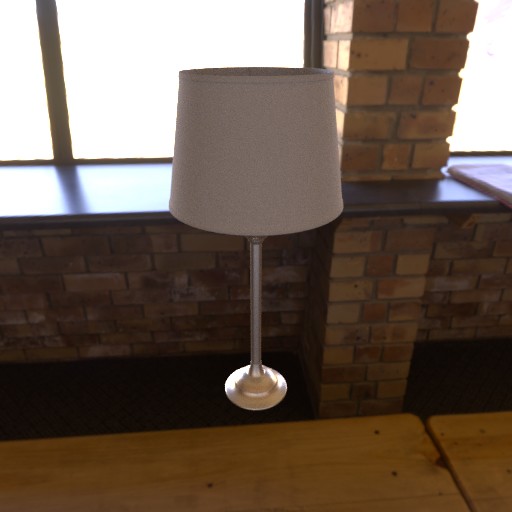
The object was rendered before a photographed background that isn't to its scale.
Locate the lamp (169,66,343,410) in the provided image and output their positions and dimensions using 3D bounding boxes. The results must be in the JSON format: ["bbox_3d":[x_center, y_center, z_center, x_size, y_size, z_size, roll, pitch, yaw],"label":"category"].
[{"bbox_3d":[0.000,0.000,0.904,0.331,0.698,0.331,0,26,0],"label":"lamp"}]
